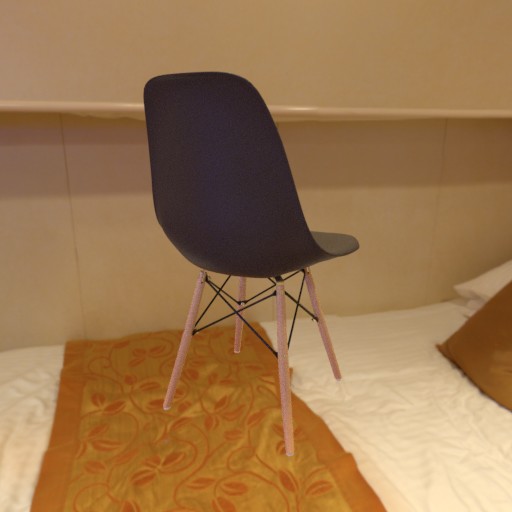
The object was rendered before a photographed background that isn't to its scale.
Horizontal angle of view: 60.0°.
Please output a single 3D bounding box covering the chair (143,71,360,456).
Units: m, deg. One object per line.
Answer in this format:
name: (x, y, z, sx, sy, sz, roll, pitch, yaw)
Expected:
chair: (0.000, 0.000, 1.138, 0.470, 0.825, 0.533, 9, 18, 28)
